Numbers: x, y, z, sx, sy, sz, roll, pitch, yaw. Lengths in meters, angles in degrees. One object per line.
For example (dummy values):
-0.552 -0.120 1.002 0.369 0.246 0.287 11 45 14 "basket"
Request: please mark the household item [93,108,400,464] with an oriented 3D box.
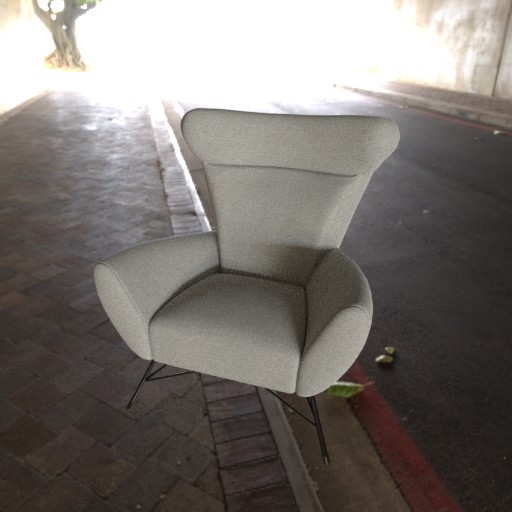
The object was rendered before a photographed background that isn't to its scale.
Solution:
0.000 0.000 1.794 0.980 1.050 0.900 8 27 17 "household item"
